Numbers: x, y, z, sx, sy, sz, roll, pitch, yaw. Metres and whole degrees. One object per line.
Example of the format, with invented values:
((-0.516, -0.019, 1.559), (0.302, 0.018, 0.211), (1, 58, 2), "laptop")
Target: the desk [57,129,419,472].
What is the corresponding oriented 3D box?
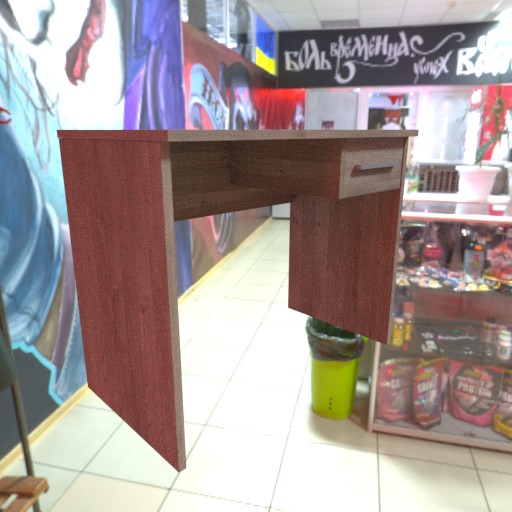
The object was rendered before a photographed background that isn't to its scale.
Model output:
((0.000, 0.000, 1.321), (0.893, 0.724, 0.498), (-15, 22, -42), "desk")
